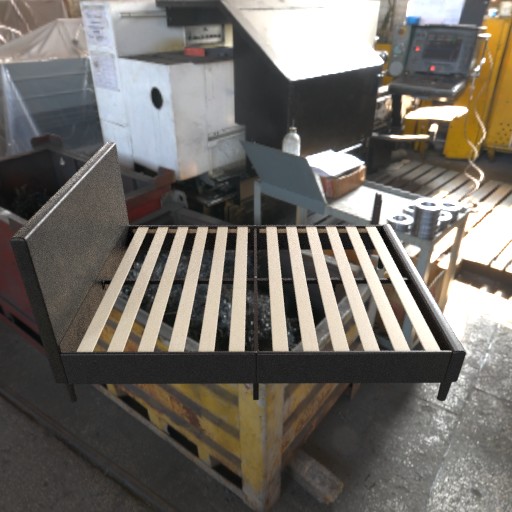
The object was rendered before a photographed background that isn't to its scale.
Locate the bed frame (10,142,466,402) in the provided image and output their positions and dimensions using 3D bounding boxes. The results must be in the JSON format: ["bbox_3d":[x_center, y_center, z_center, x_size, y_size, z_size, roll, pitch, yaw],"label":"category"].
[{"bbox_3d":[0.000,0.000,2.818,2.152,1.046,1.469,0,30,0],"label":"bed frame"}]
